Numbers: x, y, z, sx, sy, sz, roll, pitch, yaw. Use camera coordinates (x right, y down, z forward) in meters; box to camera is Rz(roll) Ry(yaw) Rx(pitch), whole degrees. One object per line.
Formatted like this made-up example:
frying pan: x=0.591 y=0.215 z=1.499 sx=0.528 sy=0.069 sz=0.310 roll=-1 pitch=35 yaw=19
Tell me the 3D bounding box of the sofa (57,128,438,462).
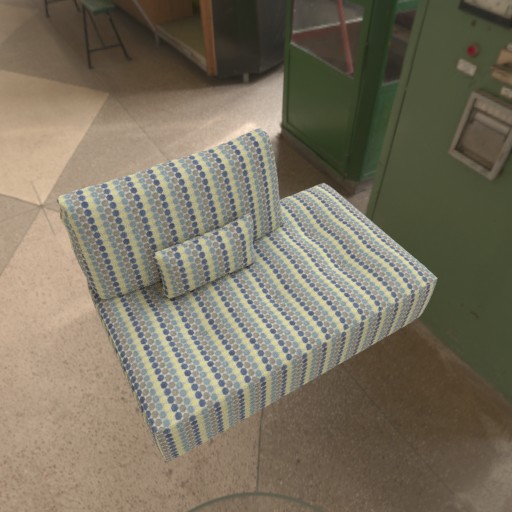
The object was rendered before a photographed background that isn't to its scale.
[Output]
sofa: x=0.000 y=0.000 z=2.044 sx=1.450 sy=0.820 sz=1.000 roll=-23 pitch=51 yaw=-21
